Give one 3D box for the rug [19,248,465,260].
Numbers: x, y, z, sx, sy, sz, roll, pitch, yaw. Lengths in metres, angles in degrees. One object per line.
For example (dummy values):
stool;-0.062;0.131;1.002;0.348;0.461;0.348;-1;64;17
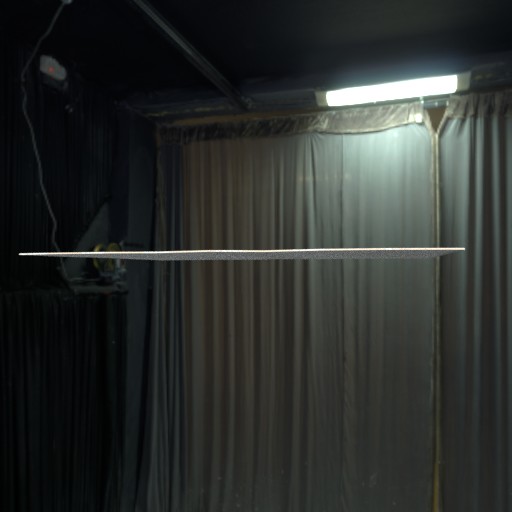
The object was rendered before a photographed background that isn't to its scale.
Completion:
rug;0.000;0.000;2.710;2.135;0.013;1.524;-1;-2;17
